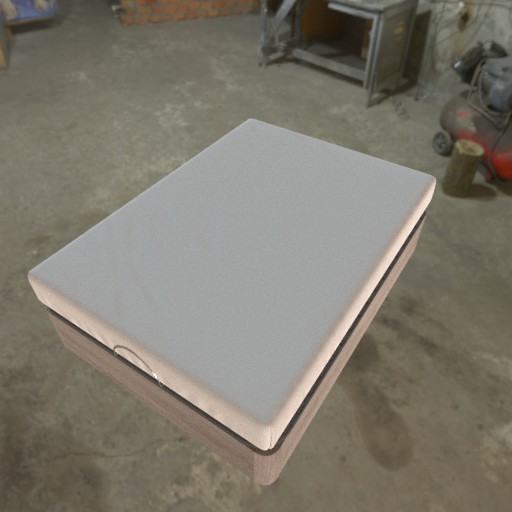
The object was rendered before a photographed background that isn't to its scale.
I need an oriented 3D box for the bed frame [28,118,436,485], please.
[{"bbox_3d":[0.000,0.000,2.557,1.400,0.561,1.900,25,49,24],"label":"bed frame"}]
